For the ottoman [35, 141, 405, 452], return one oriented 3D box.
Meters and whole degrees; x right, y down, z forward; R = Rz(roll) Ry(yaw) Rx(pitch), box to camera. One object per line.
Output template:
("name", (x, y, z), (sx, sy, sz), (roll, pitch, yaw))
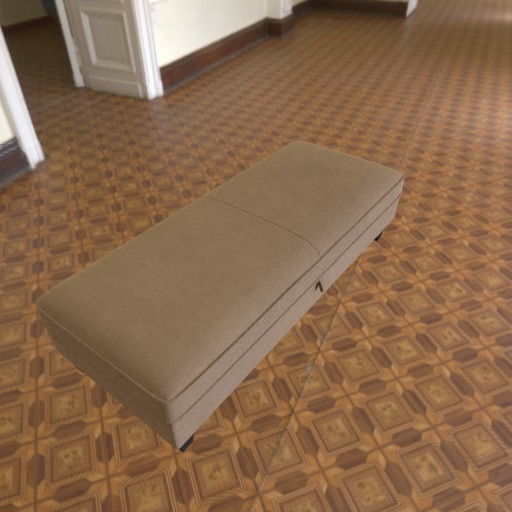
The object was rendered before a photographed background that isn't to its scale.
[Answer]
("ottoman", (0.000, 0.000, 2.038), (0.735, 0.460, 1.726), (26, 45, 28))
